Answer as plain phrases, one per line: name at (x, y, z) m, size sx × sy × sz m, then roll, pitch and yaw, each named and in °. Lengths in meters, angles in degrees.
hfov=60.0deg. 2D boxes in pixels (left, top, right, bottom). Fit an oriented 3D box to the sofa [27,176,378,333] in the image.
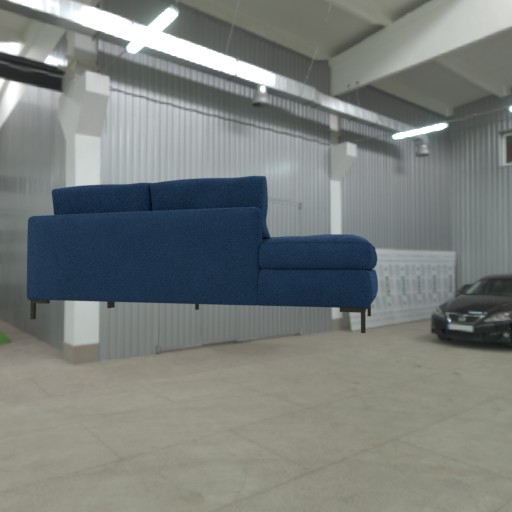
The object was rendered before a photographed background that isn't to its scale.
sofa at (0.000, 0.000, 3.737) m, size 2.007 × 0.815 × 2.949 m, roll 0°, pitch -2°, yaw 16°
